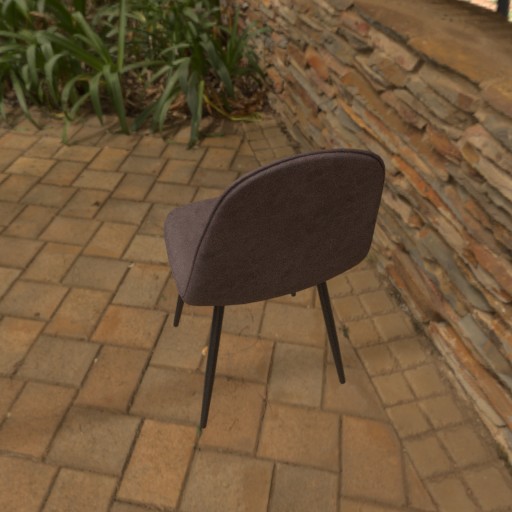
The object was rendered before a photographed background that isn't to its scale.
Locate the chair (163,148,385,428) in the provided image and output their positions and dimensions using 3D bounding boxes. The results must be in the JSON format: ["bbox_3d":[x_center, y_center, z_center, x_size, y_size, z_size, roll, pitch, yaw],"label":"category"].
[{"bbox_3d":[0.000,0.000,1.187,0.472,0.889,0.561,-13,43,-14],"label":"chair"}]
